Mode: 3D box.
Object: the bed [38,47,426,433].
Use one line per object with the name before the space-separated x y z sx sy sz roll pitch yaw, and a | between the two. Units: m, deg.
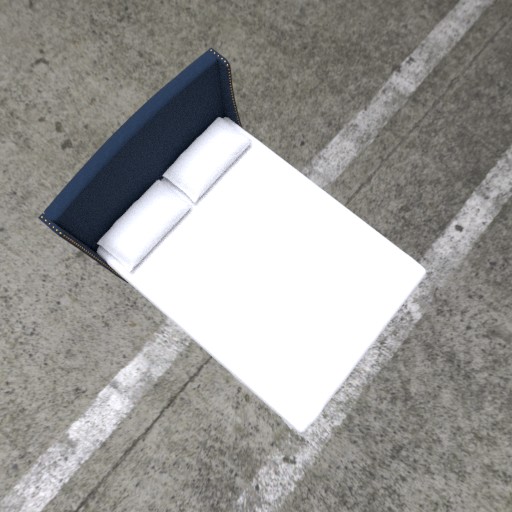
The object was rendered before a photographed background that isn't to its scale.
bed | 0.000 0.000 3.279 2.223 1.402 1.604 39 79 9
